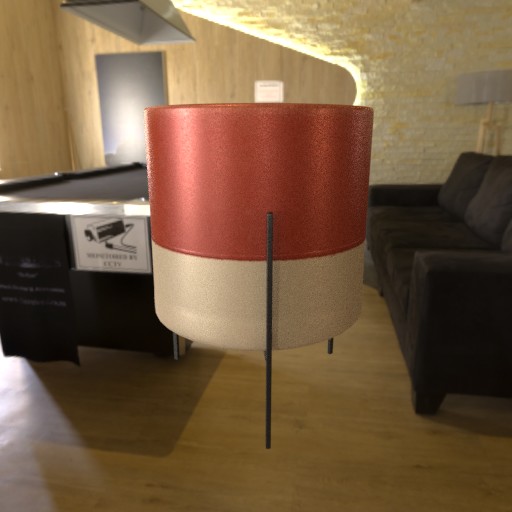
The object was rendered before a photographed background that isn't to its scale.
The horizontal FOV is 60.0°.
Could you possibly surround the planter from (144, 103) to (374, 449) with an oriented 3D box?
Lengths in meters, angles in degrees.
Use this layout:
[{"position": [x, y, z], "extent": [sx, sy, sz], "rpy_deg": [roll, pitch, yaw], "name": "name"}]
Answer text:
[{"position": [0.000, 0.000, 0.740], "extent": [0.354, 0.465, 0.345], "rpy_deg": [7, 17, 25], "name": "planter"}]
